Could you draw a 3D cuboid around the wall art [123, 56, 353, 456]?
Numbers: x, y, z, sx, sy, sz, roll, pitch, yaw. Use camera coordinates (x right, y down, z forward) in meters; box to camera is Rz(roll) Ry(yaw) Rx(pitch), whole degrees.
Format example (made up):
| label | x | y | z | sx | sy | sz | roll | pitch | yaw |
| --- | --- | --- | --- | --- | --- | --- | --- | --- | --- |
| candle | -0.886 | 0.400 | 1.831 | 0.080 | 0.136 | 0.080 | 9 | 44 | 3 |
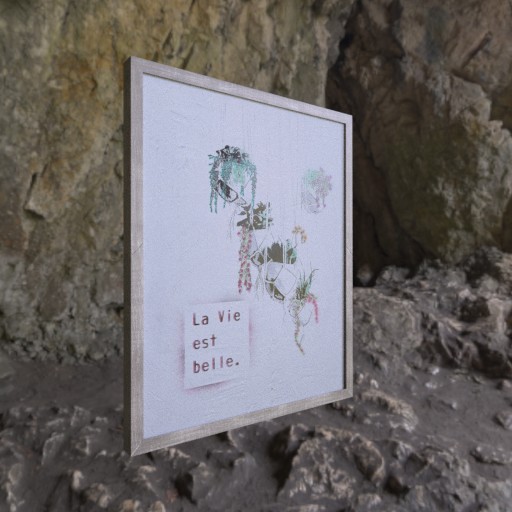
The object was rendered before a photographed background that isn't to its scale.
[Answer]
| label | x | y | z | sx | sy | sz | roll | pitch | yaw |
| --- | --- | --- | --- | --- | --- | --- | --- | --- | --- |
| wall art | 0.000 | 0.000 | 0.711 | 0.421 | 0.521 | 0.032 | 0 | 0 | -36 |
